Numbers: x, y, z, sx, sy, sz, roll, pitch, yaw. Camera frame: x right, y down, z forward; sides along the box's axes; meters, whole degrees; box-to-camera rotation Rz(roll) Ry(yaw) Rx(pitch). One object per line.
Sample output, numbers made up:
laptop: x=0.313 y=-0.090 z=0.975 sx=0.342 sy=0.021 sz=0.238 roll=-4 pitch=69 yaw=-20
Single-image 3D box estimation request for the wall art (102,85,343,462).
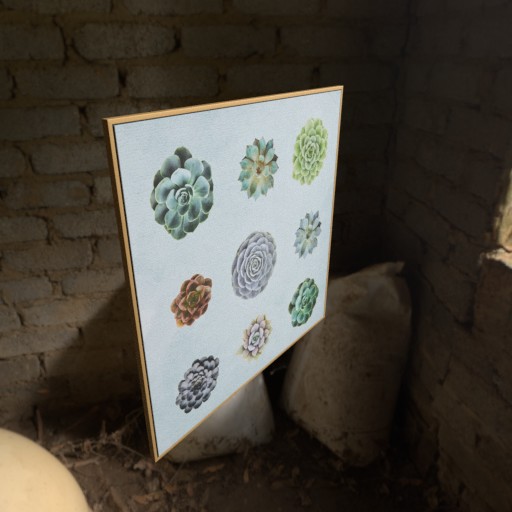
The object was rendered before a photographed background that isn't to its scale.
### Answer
wall art: x=0.000 y=0.000 z=0.970 sx=0.014 sy=0.655 sz=0.657 roll=19 pitch=31 yaw=34
